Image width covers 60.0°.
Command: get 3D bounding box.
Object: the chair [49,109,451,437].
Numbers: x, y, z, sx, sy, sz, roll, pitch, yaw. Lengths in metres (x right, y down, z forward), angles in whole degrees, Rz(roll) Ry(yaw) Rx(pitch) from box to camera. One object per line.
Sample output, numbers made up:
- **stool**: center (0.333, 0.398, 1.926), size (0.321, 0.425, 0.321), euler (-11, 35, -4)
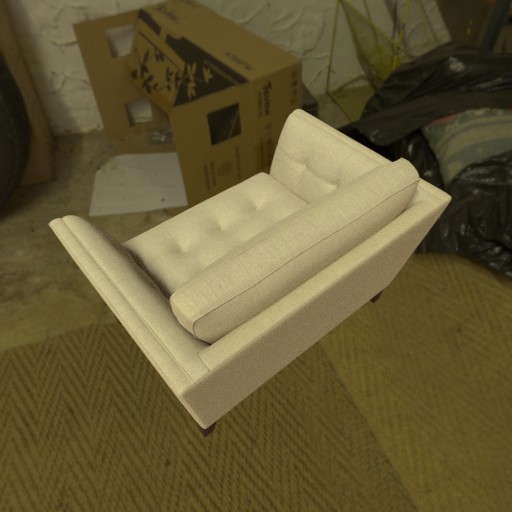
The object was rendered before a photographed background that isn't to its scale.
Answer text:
- **chair**: center (0.000, 0.000, 2.056), size (1.397, 0.940, 0.965), euler (-32, 55, -26)
